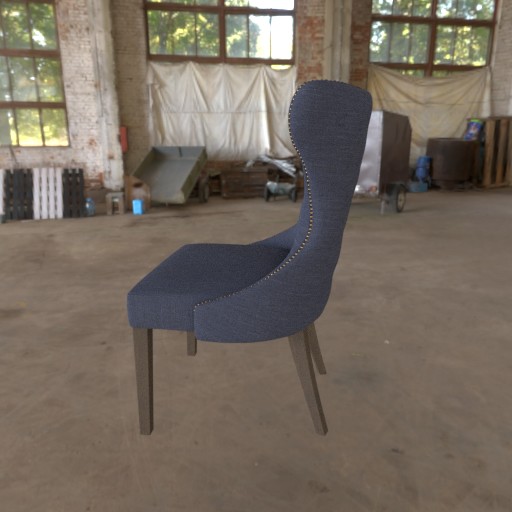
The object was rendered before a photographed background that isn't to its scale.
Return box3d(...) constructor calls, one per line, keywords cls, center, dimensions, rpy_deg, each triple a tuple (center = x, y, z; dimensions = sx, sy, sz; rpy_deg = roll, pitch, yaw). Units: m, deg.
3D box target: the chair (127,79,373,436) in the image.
box3d(cls="chair", center=(0.000, 0.000, 1.373), dimensions=(0.635, 0.967, 0.628), rpy_deg=(2, 16, 8))
